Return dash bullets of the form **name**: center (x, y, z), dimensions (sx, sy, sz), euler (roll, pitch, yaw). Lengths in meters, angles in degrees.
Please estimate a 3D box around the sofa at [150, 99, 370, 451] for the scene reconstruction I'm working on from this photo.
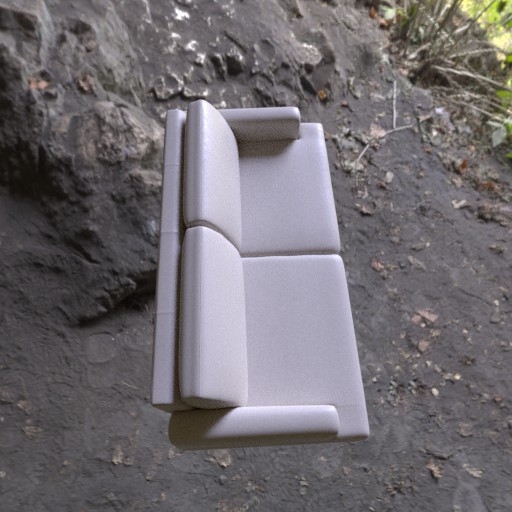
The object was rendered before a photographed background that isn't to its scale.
- **sofa**: center (0.000, 0.000, 2.456), dimensions (0.974, 0.765, 1.940), euler (-3, 63, -1)
